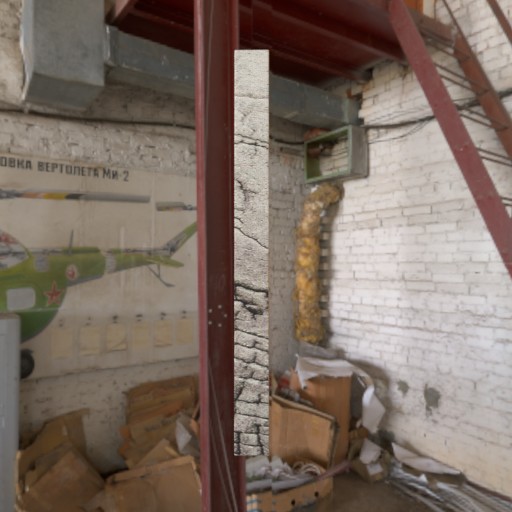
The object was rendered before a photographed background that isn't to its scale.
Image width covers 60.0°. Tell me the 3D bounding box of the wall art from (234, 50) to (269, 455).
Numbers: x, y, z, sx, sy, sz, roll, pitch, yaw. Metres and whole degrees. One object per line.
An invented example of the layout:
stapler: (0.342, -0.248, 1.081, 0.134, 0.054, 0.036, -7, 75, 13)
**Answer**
wall art: (0.000, 0.000, 0.751, 0.035, 0.407, 0.613, 0, -1, 1)
